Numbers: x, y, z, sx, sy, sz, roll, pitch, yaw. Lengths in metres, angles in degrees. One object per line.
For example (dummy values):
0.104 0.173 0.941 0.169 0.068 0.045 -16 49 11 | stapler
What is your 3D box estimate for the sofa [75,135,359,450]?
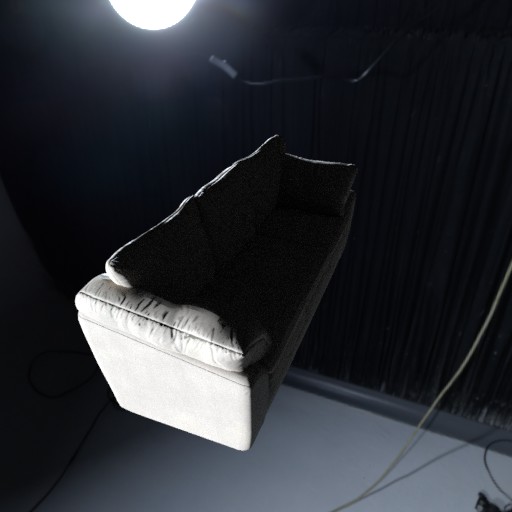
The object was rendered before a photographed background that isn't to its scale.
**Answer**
0.000 0.000 2.856 0.878 0.996 2.334 11 32 19 | sofa
